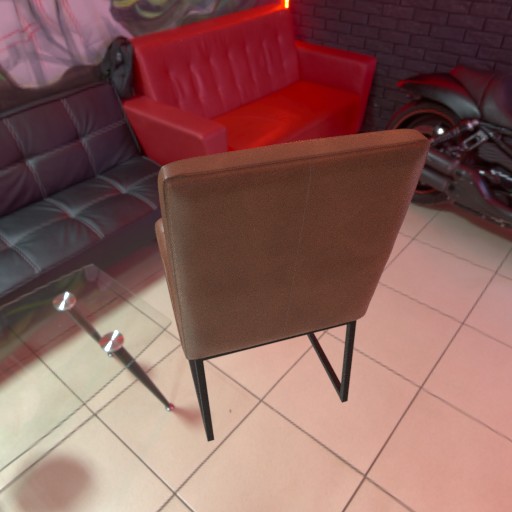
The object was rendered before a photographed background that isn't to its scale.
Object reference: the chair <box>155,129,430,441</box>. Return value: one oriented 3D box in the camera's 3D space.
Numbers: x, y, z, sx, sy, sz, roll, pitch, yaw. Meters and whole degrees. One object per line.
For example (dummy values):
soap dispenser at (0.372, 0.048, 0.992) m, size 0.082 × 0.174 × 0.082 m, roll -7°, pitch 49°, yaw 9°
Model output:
chair at (0.000, 0.000, 1.278) m, size 0.520 × 0.930 × 0.634 m, roll -11°, pitch 41°, yaw -13°
